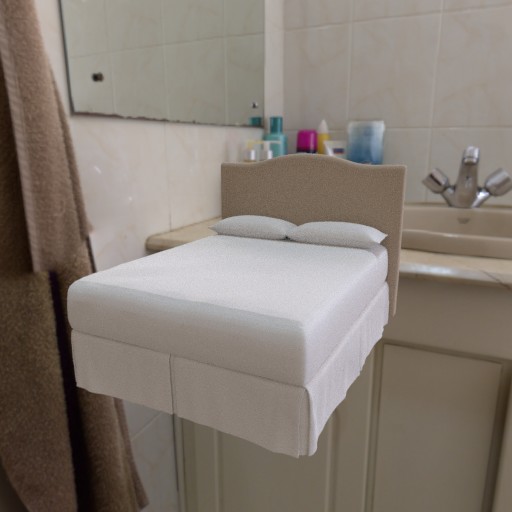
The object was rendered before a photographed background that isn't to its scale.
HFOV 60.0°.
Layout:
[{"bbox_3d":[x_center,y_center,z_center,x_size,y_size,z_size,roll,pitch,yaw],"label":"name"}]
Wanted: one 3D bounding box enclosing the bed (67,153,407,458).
[{"bbox_3d":[0.000,0.000,3.140,1.678,1.398,2.052,7,15,26],"label":"bed"}]
